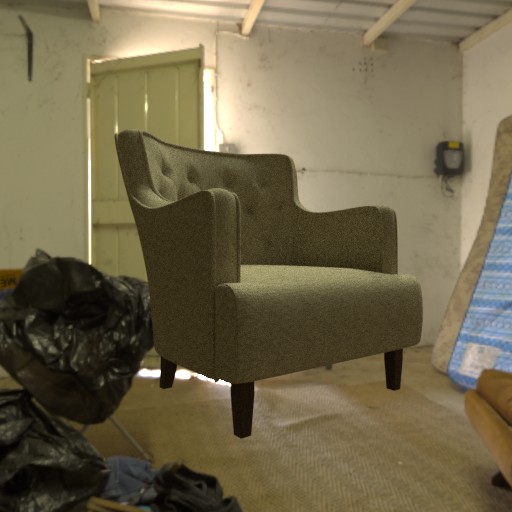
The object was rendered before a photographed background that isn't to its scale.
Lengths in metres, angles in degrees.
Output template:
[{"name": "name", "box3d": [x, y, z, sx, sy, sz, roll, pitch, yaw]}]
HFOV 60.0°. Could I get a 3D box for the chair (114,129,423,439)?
[{"name": "chair", "box3d": [0.000, 0.000, 1.637, 0.820, 0.920, 0.910, 0, 1, -37]}]
